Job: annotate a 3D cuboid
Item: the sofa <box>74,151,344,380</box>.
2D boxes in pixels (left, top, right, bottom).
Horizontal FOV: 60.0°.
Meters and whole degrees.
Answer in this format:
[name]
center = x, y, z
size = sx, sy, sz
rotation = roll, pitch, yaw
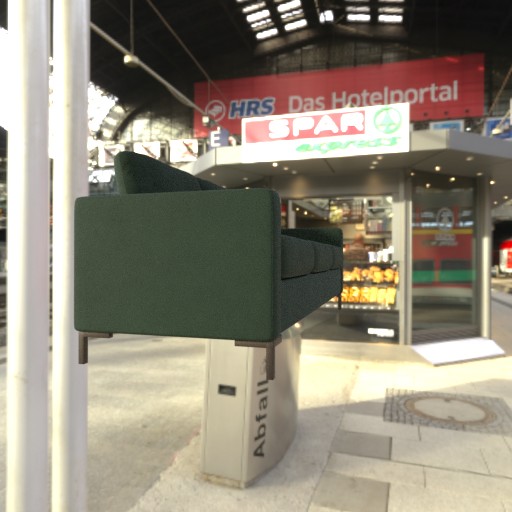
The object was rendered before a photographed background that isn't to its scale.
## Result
[sofa]
center = 0.000, 0.000, 2.692
size = 0.859, 0.870, 2.218
rotation = 0, 0, 17
